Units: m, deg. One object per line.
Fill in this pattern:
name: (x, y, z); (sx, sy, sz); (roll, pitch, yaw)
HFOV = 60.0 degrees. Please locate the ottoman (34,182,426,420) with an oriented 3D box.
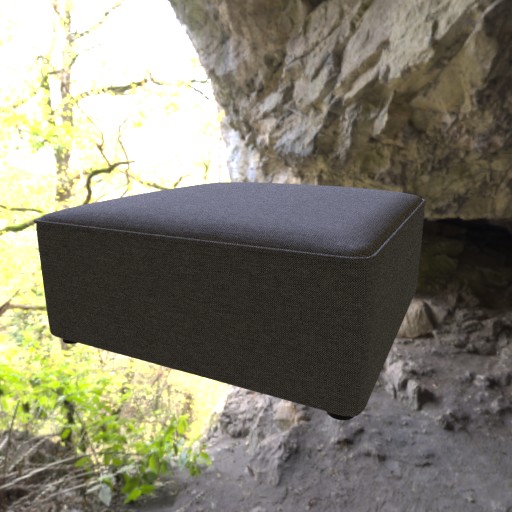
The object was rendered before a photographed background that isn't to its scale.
ottoman: (0.000, 0.000, 1.563); (1.005, 0.455, 1.005); (7, 17, 25)
